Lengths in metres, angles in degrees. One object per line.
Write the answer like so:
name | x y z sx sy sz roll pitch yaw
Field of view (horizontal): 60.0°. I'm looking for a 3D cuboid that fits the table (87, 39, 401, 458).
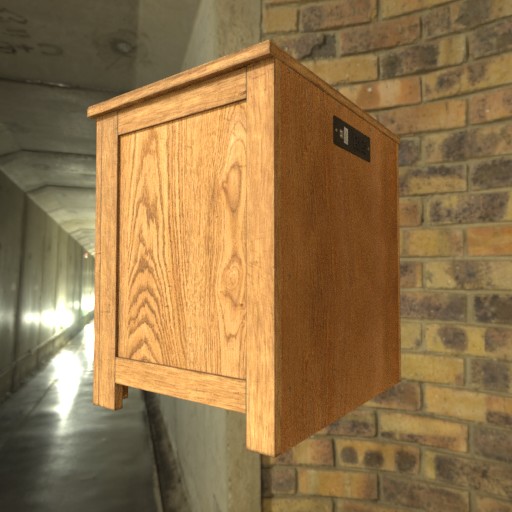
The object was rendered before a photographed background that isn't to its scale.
table | 0.000 0.000 1.040 0.494 0.625 0.601 -2 -3 36
